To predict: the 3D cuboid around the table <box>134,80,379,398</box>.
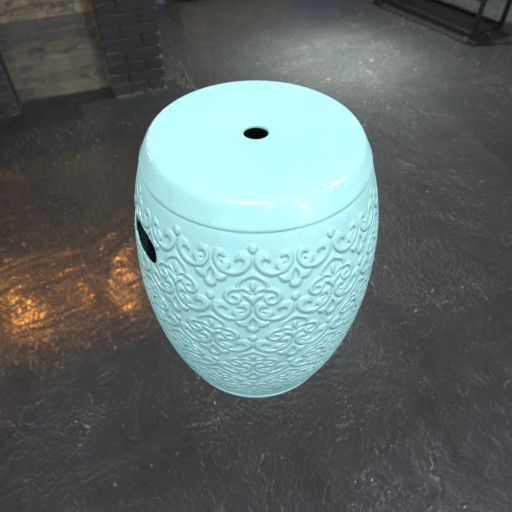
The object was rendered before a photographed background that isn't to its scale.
[{"bbox_3d":[0.000,0.000,0.614,0.309,0.397,0.309,0,48,0],"label":"table"}]
